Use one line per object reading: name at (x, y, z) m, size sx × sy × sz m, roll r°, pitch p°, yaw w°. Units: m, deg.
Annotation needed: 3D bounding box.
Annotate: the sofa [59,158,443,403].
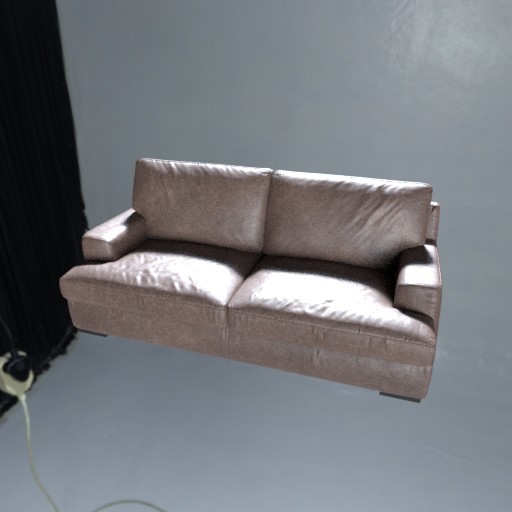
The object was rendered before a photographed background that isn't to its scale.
sofa at (0.000, 0.000, 2.848) m, size 2.261 × 0.941 × 1.143 m, roll 8°, pitch 28°, yaw 15°
